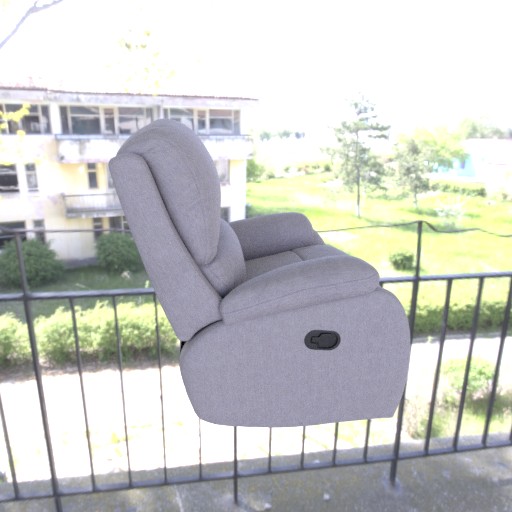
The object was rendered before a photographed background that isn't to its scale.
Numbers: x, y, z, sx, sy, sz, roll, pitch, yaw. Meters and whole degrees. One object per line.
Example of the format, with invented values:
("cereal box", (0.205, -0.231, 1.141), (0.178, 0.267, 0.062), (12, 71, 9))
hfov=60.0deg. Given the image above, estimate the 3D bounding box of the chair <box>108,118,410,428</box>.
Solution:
("chair", (0.000, 0.000, 1.706), (0.899, 1.011, 0.930), (-3, 17, -9))
